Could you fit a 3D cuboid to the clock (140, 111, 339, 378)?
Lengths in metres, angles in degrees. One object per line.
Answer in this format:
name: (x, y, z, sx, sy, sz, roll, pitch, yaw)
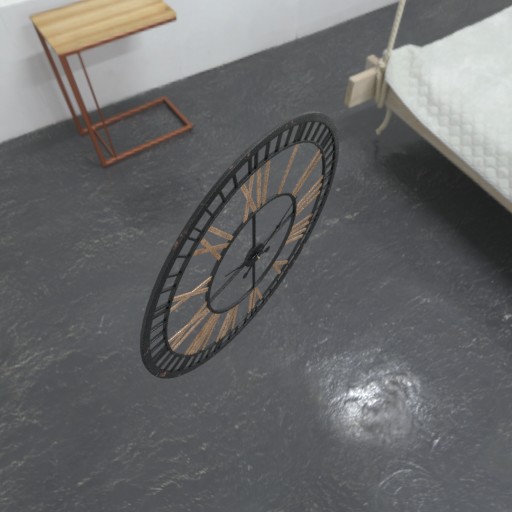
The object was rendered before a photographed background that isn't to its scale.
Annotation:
clock: (0.000, 0.000, 1.259, 0.025, 0.843, 0.843, 34, 64, 19)
